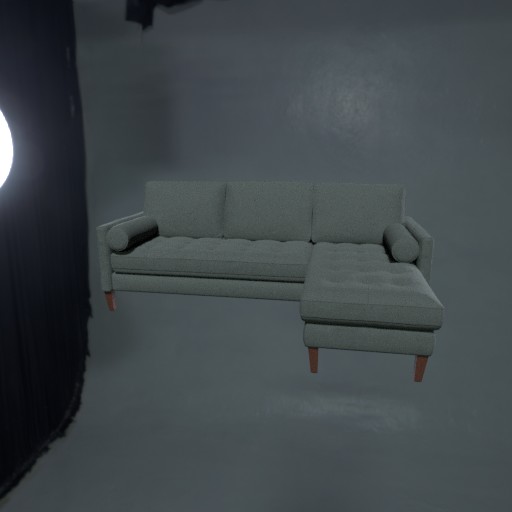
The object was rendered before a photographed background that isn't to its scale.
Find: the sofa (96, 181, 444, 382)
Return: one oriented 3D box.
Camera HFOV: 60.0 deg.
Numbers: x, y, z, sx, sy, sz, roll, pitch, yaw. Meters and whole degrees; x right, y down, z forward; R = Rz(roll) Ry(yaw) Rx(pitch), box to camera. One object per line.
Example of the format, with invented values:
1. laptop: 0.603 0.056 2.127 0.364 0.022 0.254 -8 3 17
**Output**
1. sofa: 0.000 0.000 2.903 2.178 0.876 1.506 2 14 10
